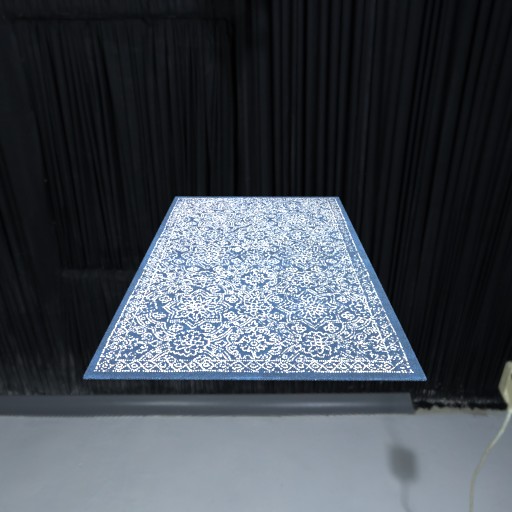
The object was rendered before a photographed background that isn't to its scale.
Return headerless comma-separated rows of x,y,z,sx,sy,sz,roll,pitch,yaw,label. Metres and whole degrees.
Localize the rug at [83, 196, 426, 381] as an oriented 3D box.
0.000,0.000,3.053,1.526,0.015,2.441,0,27,0,rug
